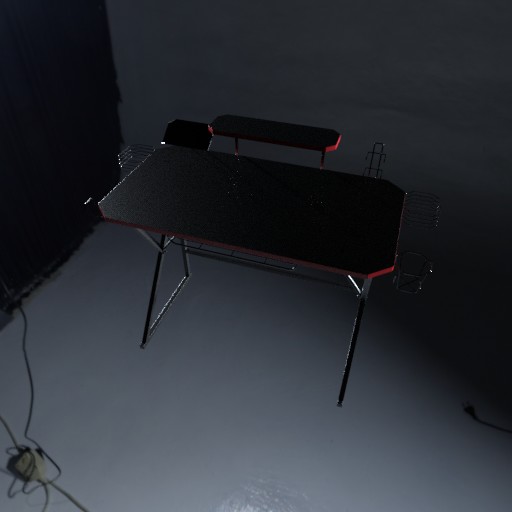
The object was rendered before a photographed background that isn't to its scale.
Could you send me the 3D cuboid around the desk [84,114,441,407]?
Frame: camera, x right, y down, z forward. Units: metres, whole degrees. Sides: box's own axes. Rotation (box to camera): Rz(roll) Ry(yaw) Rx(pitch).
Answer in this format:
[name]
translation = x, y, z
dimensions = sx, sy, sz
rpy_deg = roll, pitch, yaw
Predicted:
[desk]
translation = 0.000, 0.000, 1.807
dimensions = 1.280, 0.913, 0.588
rpy_deg = 13, 43, 14
